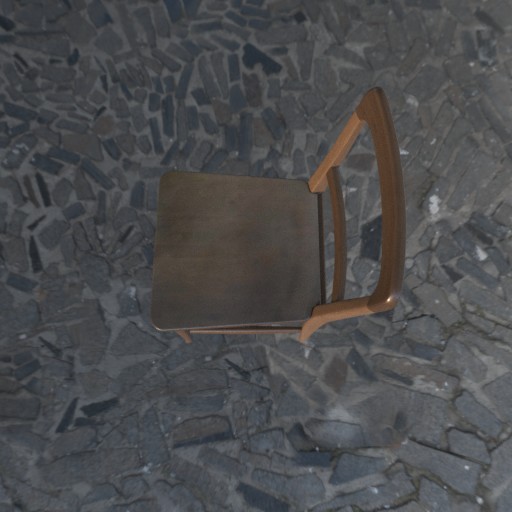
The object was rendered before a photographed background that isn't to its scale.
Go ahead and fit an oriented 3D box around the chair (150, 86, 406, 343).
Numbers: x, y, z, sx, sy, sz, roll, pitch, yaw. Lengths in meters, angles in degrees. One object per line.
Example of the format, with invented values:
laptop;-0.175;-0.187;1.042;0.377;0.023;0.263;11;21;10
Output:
chair;0.000;0.000;1.280;0.546;0.991;0.450;0;75;0
